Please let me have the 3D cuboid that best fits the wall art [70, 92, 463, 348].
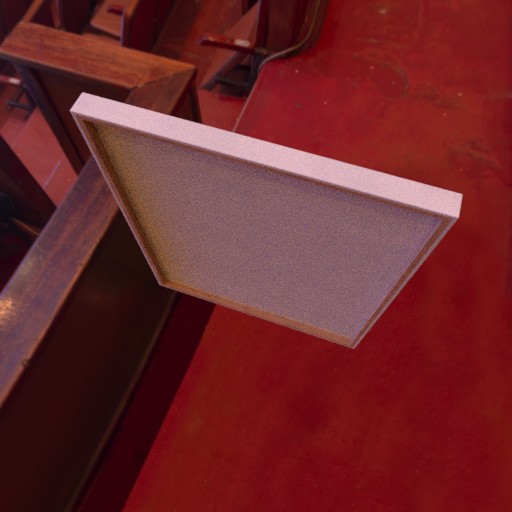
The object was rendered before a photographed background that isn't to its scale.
[{"bbox_3d":[0.000,0.000,0.828,0.508,0.606,0.037,17,65,8],"label":"wall art"}]
